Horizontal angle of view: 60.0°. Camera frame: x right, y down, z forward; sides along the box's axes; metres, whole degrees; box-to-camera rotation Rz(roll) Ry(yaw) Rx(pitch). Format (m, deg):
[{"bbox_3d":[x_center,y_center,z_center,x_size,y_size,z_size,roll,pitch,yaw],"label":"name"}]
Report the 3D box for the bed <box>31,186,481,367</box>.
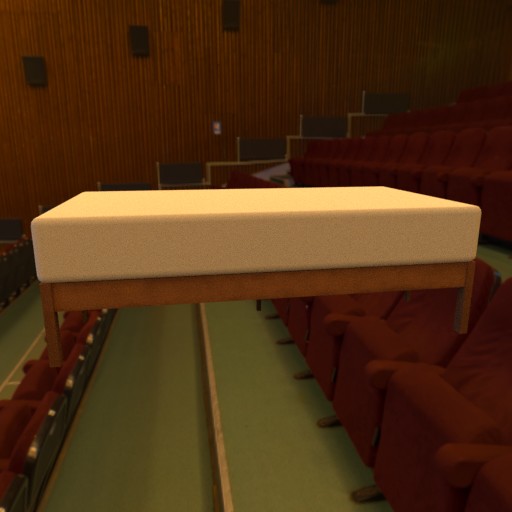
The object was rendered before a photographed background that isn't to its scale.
[{"bbox_3d":[0.000,0.000,2.355,1.902,0.616,0.961,-3,14,-10],"label":"bed"}]
